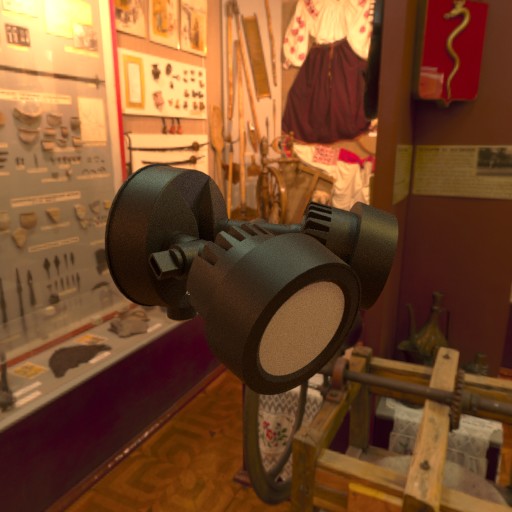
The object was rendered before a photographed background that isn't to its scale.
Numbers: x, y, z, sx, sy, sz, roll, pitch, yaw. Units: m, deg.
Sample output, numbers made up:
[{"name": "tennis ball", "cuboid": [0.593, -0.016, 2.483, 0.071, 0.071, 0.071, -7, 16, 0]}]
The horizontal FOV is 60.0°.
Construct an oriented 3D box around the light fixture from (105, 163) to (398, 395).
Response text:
[{"name": "light fixture", "cuboid": [0.000, 0.000, 0.302, 0.168, 0.120, 0.213, 8, 16, 27]}]
